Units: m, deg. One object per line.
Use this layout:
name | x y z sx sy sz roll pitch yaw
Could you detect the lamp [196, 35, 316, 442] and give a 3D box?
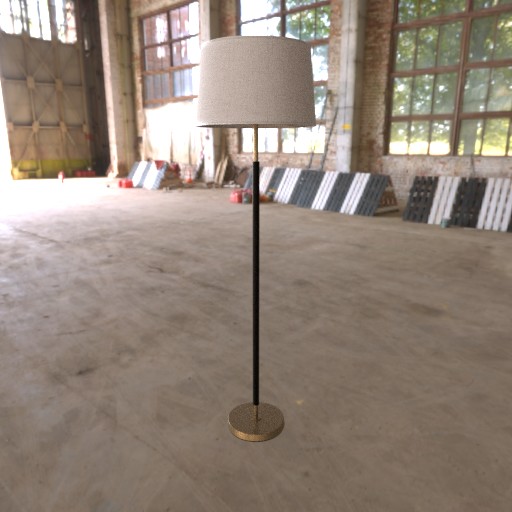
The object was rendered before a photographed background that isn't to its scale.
lamp | 0.000 0.000 1.673 0.420 1.447 0.420 0 14 0
